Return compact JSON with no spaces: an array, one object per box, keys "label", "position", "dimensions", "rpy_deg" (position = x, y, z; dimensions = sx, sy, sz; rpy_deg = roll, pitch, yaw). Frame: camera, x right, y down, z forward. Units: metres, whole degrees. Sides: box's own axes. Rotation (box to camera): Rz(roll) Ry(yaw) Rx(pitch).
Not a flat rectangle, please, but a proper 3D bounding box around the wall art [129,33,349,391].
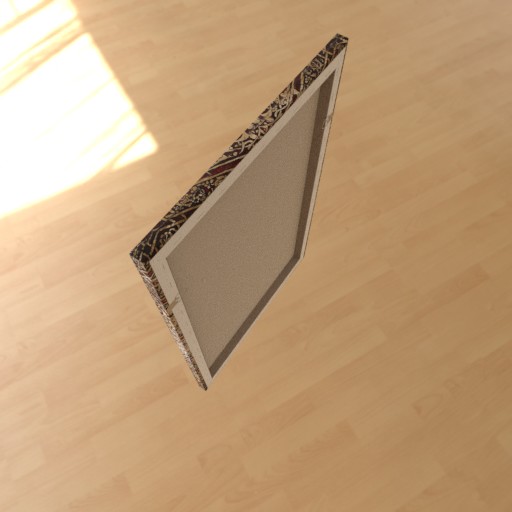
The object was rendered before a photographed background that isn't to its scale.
[{"label":"wall art","position":[0.000,0.000,0.761],"dimensions":[0.020,0.599,0.397],"rpy_deg":[32,66,16]}]
